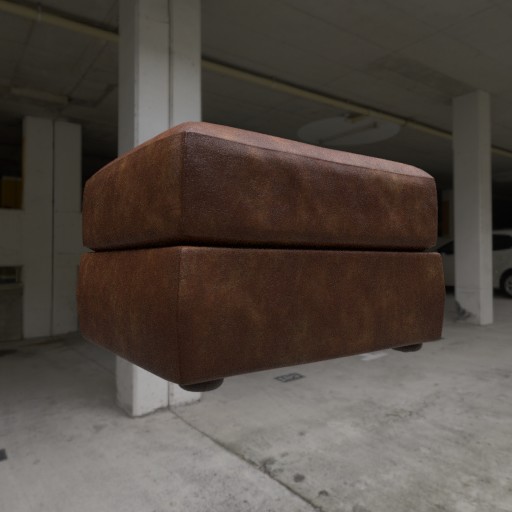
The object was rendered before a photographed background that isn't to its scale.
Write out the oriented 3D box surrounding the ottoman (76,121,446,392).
[{"bbox_3d":[0.000,0.000,1.121,0.751,0.476,0.603,1,-1,-36],"label":"ottoman"}]
